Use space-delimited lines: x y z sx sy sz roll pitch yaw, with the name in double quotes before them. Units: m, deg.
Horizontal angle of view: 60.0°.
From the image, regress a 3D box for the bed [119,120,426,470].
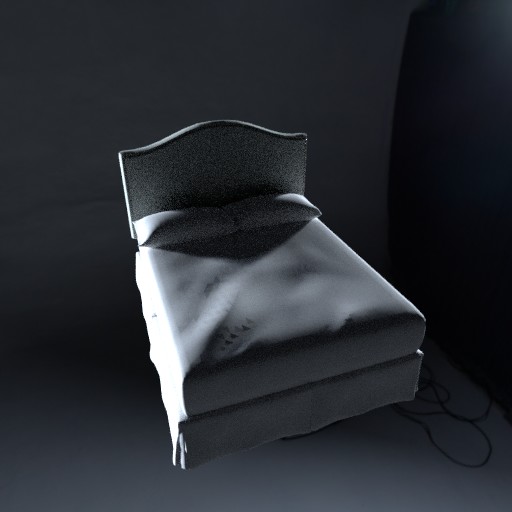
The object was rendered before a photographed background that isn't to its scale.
"bed" 0.000 0.000 3.453 1.813 1.607 2.180 -10 32 -17
